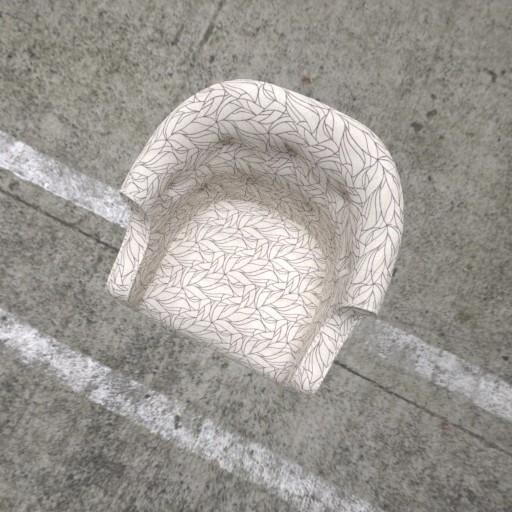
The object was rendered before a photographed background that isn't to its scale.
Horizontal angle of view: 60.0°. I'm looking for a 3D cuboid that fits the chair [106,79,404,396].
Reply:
[{"bbox_3d":[0.000,0.000,1.334,0.686,0.858,0.613,25,77,6],"label":"chair"}]
